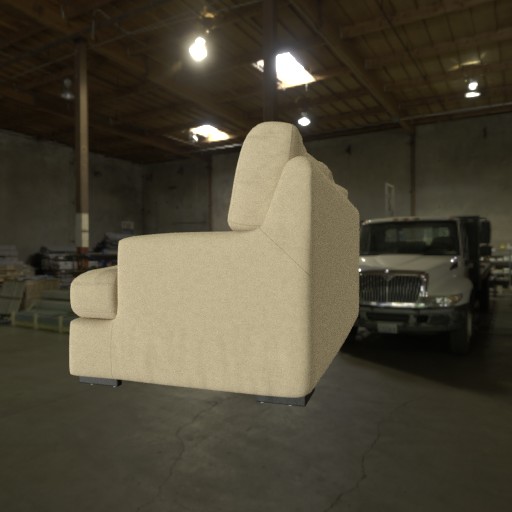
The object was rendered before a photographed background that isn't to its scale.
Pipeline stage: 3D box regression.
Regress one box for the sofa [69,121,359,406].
[{"bbox_3d":[0.000,0.000,2.420,0.962,0.967,1.885,0,0,18],"label":"sofa"}]
